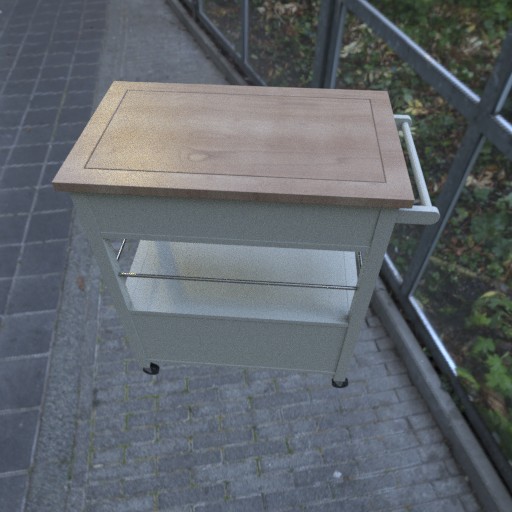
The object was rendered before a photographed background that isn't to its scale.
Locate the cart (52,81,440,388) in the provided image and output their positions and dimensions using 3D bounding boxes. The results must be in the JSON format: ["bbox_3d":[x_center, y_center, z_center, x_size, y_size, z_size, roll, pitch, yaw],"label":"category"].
[{"bbox_3d":[0.000,0.000,1.410,0.840,0.901,0.459,3,48,3],"label":"cart"}]
